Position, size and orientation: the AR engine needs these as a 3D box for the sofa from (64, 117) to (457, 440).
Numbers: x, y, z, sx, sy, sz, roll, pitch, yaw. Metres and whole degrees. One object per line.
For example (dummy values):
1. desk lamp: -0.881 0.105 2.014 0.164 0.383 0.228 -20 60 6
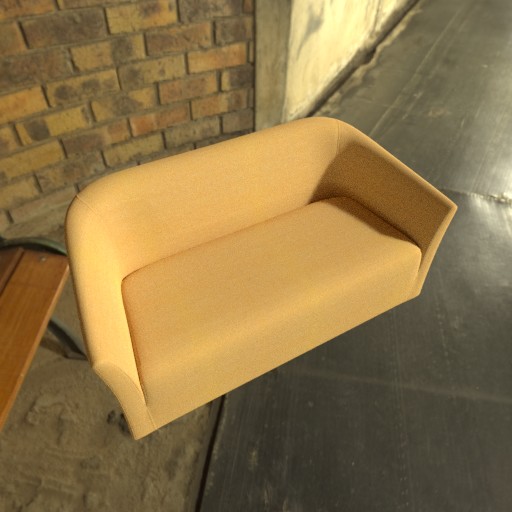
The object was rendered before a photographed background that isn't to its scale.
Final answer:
1. sofa: 0.000 0.000 1.854 1.452 0.721 0.705 -22 49 -20
